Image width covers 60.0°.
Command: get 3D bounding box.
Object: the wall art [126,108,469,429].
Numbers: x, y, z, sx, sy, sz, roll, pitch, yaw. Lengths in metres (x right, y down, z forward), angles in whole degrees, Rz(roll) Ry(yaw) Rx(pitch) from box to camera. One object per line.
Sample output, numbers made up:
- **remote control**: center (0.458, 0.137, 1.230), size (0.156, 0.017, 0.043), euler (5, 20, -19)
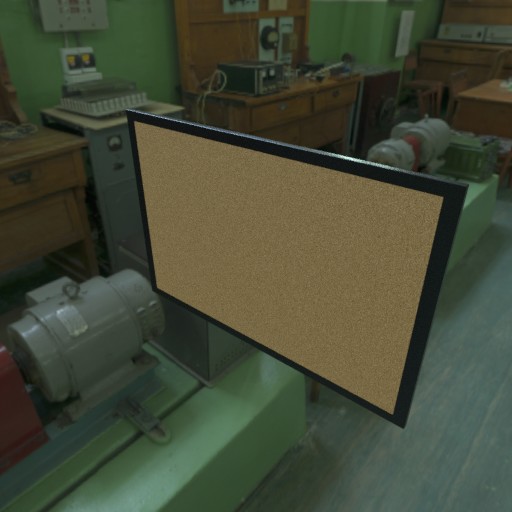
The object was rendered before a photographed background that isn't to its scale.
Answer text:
- **wall art**: center (0.000, 0.000, 1.029), size (0.819, 0.552, 0.015), euler (22, 37, 32)
